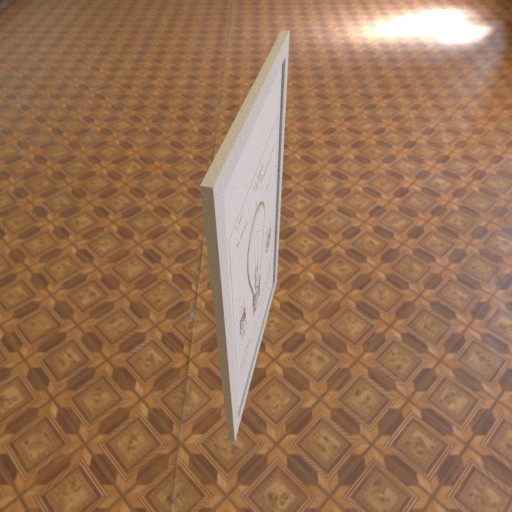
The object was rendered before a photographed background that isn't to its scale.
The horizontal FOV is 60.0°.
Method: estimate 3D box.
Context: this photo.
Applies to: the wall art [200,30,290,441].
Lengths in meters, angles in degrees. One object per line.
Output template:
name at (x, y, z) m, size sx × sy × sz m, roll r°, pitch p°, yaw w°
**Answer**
wall art at (0.000, 0.000, 0.607) m, size 0.010 × 0.474 × 0.325 m, roll 9°, pitch 47°, yaw 9°
